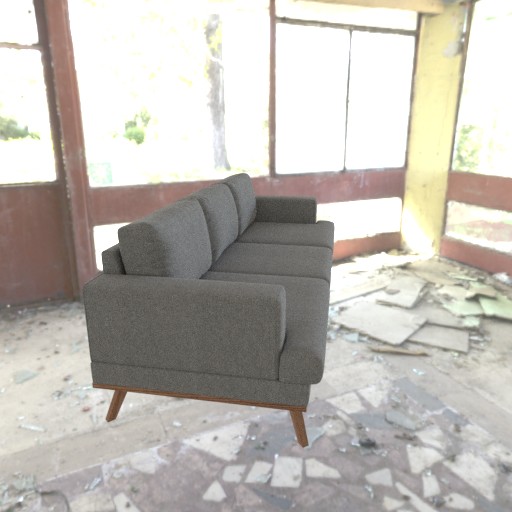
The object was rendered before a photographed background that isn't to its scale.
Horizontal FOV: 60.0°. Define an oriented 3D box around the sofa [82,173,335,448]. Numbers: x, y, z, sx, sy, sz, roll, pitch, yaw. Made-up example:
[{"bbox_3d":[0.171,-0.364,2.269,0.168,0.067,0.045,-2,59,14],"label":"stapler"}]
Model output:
[{"bbox_3d":[0.000,0.000,2.705,0.920,0.810,2.310,3,17,10],"label":"sofa"}]
